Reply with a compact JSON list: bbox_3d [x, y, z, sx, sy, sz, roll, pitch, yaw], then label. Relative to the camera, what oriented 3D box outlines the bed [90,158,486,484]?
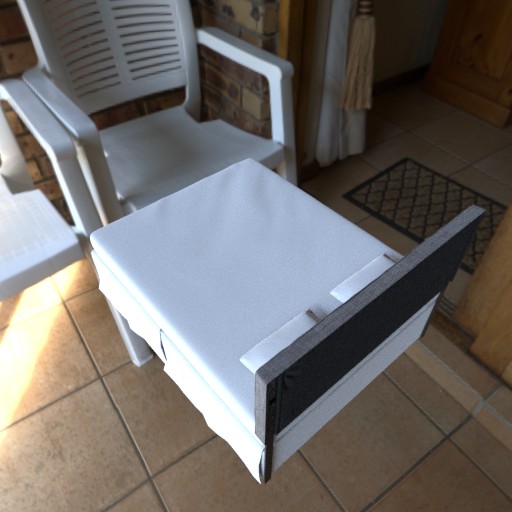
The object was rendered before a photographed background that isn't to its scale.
[{"bbox_3d":[0.000,0.000,2.950,1.621,1.168,1.958,-31,53,-27],"label":"bed"}]
